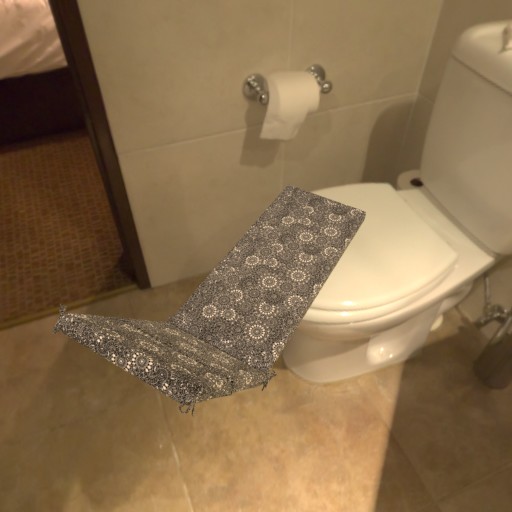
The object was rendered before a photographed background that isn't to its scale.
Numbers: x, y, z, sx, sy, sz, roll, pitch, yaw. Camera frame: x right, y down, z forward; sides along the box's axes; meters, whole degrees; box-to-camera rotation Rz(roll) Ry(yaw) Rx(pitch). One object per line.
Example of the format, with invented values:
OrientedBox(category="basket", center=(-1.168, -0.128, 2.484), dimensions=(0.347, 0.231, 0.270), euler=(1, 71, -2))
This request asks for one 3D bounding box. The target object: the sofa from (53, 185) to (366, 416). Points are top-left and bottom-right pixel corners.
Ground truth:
OrientedBox(category="sofa", center=(0.000, 0.000, 1.983), dimensions=(0.582, 0.622, 1.663), euler=(23, 51, 20))
